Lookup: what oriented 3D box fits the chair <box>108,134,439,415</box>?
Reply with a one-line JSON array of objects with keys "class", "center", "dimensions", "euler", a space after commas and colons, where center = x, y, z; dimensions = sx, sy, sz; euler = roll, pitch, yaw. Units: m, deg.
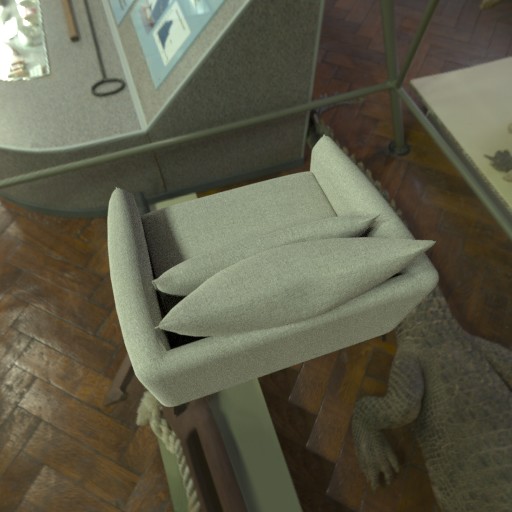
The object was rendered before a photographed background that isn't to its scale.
[{"class": "chair", "center": [0.000, 0.000, 1.647], "dimensions": [1.029, 0.856, 0.801], "euler": [-16, 59, -10]}]
